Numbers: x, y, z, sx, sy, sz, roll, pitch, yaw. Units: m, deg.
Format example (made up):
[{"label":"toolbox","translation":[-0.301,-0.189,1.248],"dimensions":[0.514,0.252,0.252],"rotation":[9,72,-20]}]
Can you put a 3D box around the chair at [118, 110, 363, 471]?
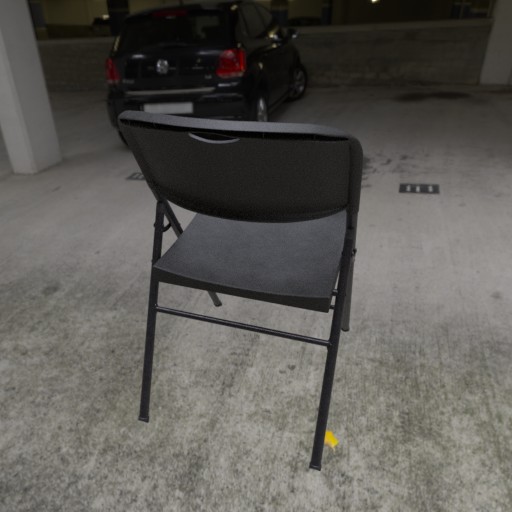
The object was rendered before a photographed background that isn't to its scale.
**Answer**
[{"label":"chair","translation":[0.000,0.000,1.132],"dimensions":[0.494,0.810,0.566],"rotation":[9,32,15]}]
